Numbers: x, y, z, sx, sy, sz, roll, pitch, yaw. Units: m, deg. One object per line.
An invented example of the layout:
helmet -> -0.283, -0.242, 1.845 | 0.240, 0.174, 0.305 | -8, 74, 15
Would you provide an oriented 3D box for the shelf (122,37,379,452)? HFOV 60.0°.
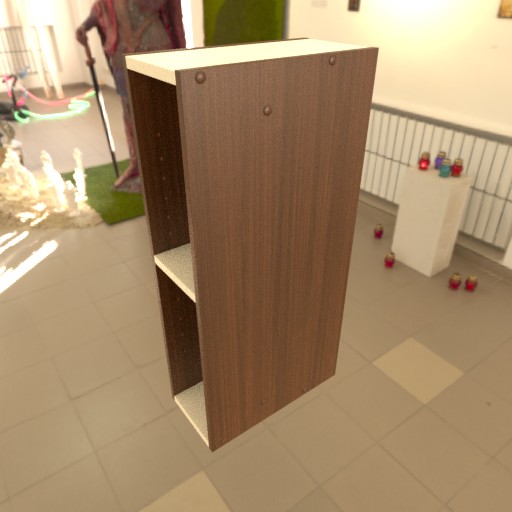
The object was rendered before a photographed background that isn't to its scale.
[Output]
shelf -> 0.000, 0.000, 0.708 | 0.290, 0.600, 0.147 | -22, 38, -30
